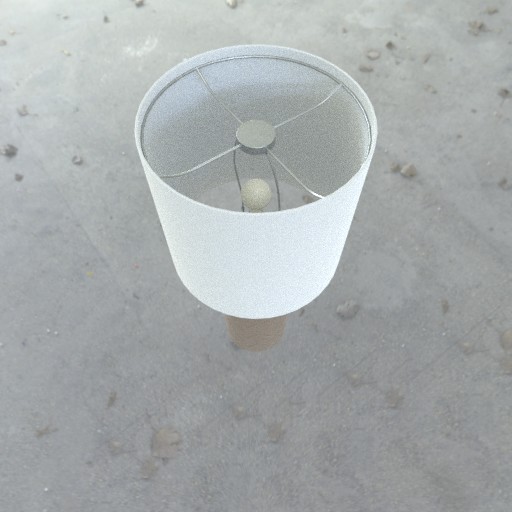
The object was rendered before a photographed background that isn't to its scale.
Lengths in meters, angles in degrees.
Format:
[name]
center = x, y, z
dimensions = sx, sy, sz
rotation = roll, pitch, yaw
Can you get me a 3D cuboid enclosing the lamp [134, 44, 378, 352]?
[lamp]
center = 0.000, 0.000, 0.577
dimensions = 0.207, 0.461, 0.207
rotation = -31, 64, -17
